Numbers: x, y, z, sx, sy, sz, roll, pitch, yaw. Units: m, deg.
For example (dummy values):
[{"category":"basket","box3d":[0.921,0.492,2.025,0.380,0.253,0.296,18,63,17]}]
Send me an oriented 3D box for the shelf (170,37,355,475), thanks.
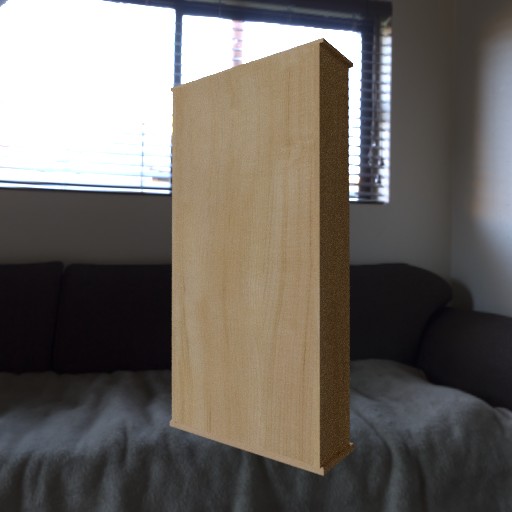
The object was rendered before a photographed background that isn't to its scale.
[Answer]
[{"category":"shelf","box3d":[0.000,0.000,1.260,0.520,1.030,0.175,0,0,36]}]
